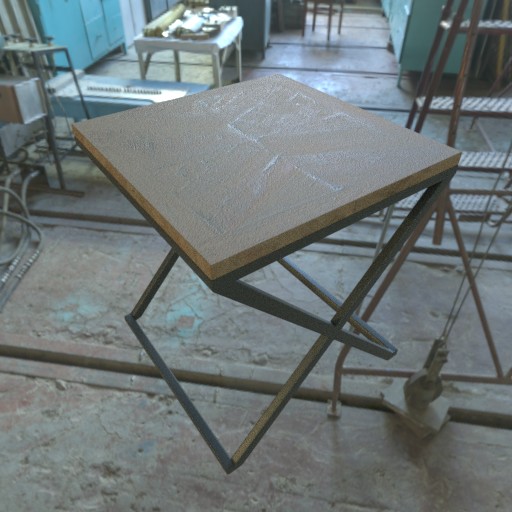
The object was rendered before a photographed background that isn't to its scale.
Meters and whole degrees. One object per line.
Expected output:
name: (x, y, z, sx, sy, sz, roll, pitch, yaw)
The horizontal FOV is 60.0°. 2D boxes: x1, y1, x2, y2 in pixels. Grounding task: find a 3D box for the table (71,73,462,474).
table: (0.000, 0.000, 0.960, 0.498, 0.550, 0.499, -25, 46, -27)
